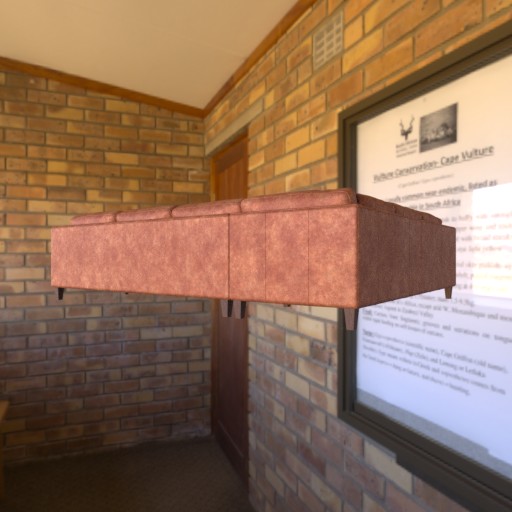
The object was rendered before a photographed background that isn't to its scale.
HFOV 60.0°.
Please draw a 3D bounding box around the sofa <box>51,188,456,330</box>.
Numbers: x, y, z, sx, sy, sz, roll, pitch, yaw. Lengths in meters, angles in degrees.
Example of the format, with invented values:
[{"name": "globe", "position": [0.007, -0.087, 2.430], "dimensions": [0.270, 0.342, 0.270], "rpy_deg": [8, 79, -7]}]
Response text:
[{"name": "sofa", "position": [0.000, 0.000, 4.339], "dimensions": [3.150, 0.838, 2.438], "rpy_deg": [0, 0, 36]}]
